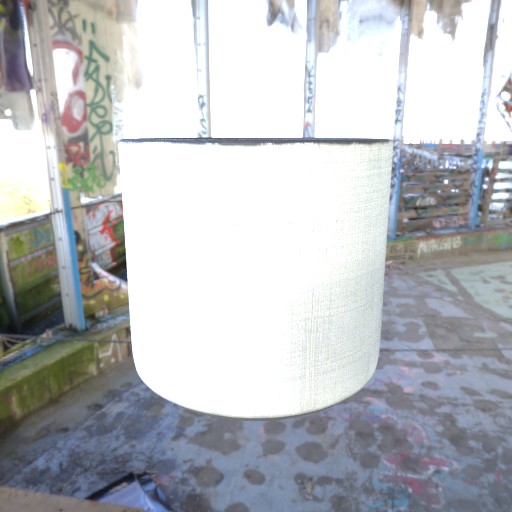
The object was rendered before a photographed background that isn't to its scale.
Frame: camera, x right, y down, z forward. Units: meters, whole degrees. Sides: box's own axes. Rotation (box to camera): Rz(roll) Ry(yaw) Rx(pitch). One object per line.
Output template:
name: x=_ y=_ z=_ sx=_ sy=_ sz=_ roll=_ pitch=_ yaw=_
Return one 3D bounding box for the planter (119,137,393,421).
planter: x=0.000 y=0.000 z=0.390 sx=0.221 sy=0.201 sz=0.221 roll=0 pitch=15 yaw=0
